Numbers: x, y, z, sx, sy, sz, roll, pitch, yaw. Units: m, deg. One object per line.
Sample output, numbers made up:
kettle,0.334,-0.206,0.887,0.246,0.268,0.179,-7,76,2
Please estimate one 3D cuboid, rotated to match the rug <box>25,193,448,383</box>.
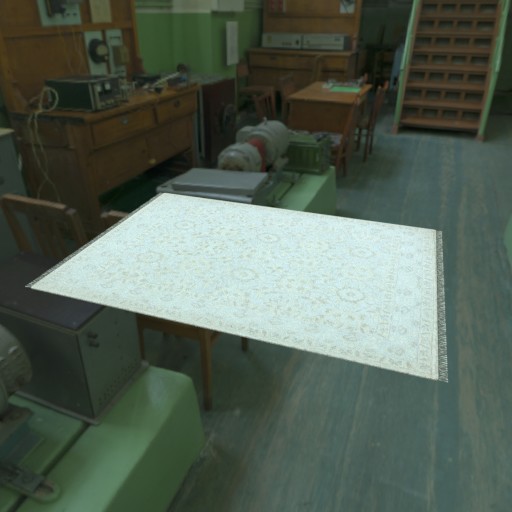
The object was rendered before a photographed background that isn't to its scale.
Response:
rug,0.000,0.000,2.802,2.233,0.011,1.514,10,31,17
